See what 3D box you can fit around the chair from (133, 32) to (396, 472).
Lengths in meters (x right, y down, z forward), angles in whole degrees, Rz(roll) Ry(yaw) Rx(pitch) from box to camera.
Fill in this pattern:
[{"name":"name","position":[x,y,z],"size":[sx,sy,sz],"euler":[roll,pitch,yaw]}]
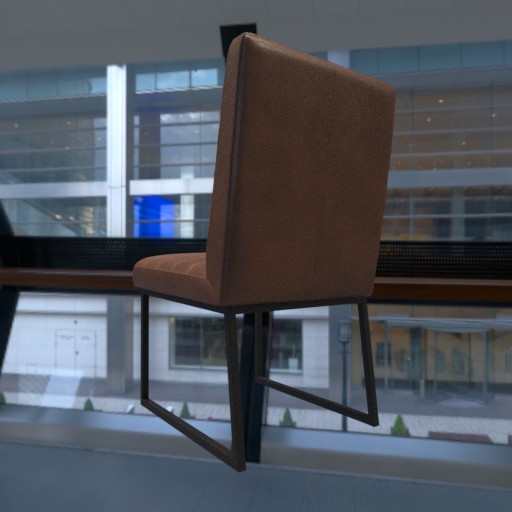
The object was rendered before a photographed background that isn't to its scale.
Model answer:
[{"name":"chair","position":[0.000,0.000,1.290],"size":[0.520,0.930,0.634],"euler":[1,-1,-36]}]
